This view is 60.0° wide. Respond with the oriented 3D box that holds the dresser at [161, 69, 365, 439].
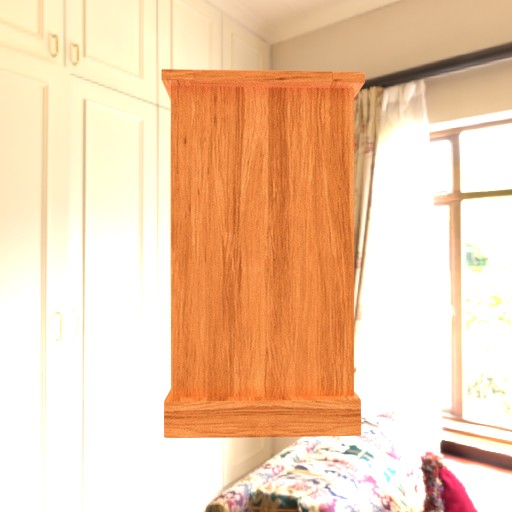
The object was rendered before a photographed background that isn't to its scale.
[{"bbox_3d":[0.000,0.000,1.379,0.410,0.740,0.990,0,-1,-2],"label":"dresser"}]
